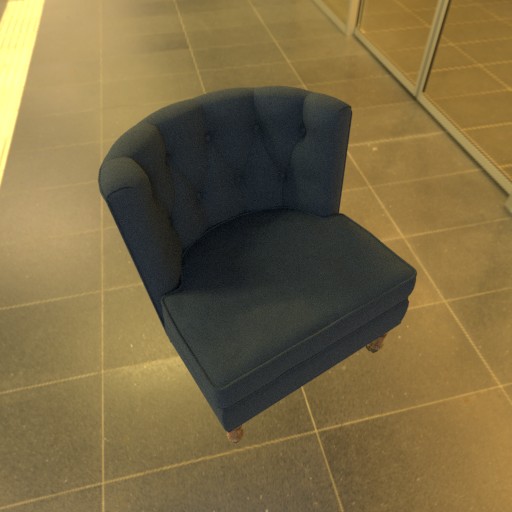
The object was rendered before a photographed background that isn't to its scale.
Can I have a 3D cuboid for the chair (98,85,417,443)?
[{"bbox_3d":[0.000,0.000,1.367,0.740,0.771,0.718,-26,52,-22],"label":"chair"}]
